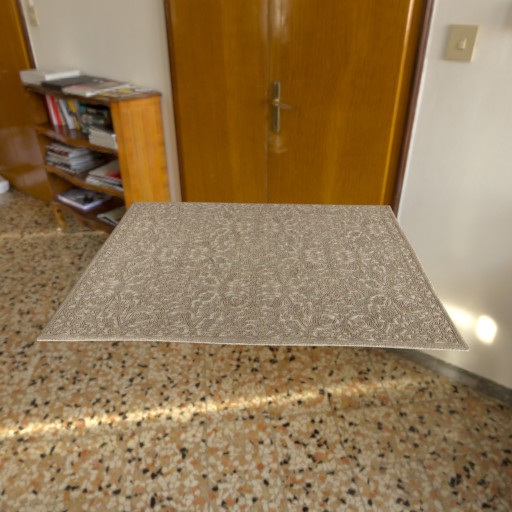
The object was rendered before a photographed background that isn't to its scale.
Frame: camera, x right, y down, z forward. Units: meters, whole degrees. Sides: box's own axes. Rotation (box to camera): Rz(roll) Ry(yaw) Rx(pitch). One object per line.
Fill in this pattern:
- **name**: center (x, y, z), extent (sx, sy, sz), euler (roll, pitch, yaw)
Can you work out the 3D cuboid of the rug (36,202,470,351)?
- **rug**: center (0.000, 0.000, 4.129), extent (3.017, 0.035, 2.472), euler (1, 30, 2)
